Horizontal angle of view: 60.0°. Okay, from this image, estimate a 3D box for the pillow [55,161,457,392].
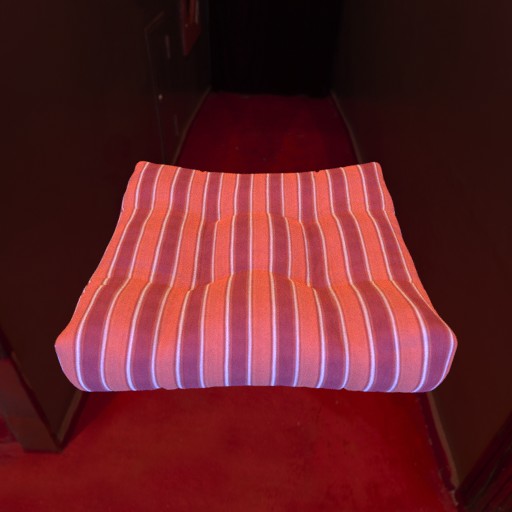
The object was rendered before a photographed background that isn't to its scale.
[{"bbox_3d":[0.000,0.000,0.715,0.490,0.133,0.468,0,41,1],"label":"pillow"}]
